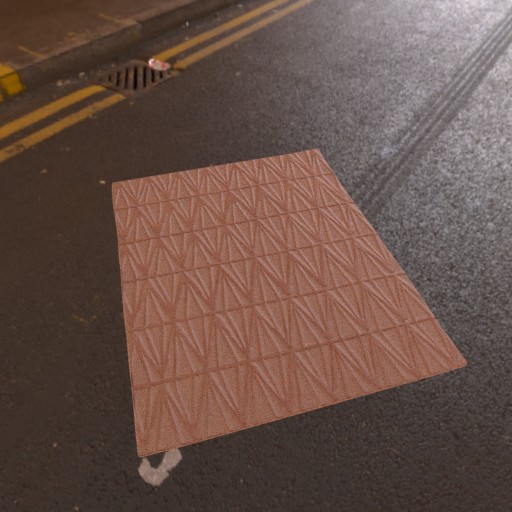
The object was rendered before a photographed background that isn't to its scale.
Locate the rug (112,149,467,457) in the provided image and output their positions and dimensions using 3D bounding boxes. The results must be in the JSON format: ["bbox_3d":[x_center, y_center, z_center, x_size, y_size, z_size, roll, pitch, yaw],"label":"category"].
[{"bbox_3d":[0.000,0.000,4.097,2.453,0.043,3.052,-12,47,-11],"label":"rug"}]
